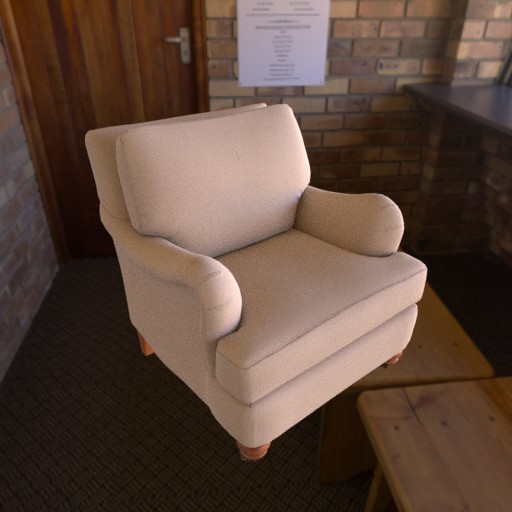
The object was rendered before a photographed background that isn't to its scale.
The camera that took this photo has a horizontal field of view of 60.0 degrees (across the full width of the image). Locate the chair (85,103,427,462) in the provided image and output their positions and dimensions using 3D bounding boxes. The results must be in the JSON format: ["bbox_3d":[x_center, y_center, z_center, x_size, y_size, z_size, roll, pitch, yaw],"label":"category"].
[{"bbox_3d":[0.000,0.000,1.815,0.955,1.038,1.070,-21,36,-32],"label":"chair"}]
